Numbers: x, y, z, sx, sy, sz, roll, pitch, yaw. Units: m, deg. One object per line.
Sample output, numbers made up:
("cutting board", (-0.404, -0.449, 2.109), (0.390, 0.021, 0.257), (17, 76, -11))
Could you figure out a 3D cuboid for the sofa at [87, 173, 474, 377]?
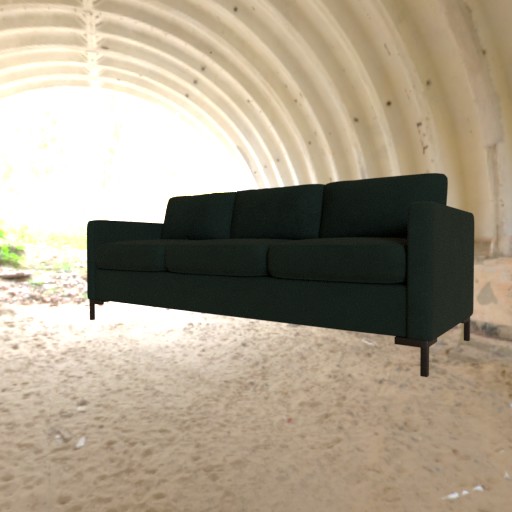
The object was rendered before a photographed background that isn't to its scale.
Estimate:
("sofa", (0.000, 0.000, 2.627), (2.218, 0.870, 0.859), (1, 2, 36))
